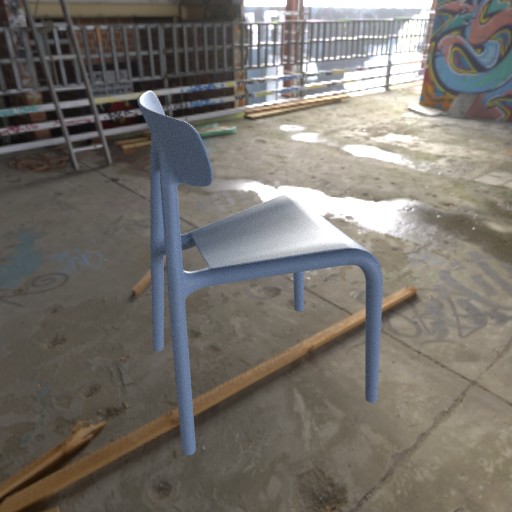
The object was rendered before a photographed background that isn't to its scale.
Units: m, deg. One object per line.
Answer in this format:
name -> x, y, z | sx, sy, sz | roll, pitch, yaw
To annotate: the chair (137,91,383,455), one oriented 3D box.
chair -> 0.000, 0.000, 0.843 | 0.401, 0.580, 0.356 | -11, 31, -19
